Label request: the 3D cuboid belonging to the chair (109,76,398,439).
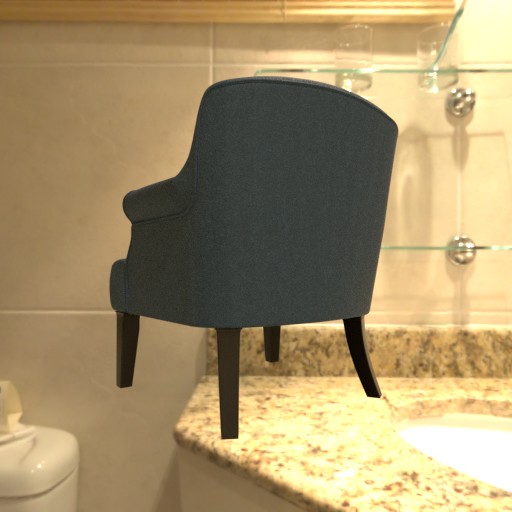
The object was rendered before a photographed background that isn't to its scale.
[{"bbox_3d":[0.000,0.000,1.439,0.770,0.878,0.754,1,-1,-36],"label":"chair"}]
